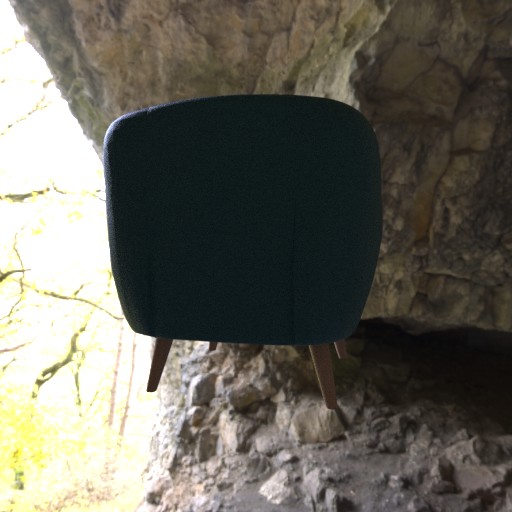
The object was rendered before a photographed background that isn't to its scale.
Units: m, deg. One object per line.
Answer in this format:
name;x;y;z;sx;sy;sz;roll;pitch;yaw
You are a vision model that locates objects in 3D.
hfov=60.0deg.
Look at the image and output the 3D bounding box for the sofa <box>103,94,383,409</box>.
sofa;0.000;0.000;1.496;0.836;0.817;0.825;0;2;14
